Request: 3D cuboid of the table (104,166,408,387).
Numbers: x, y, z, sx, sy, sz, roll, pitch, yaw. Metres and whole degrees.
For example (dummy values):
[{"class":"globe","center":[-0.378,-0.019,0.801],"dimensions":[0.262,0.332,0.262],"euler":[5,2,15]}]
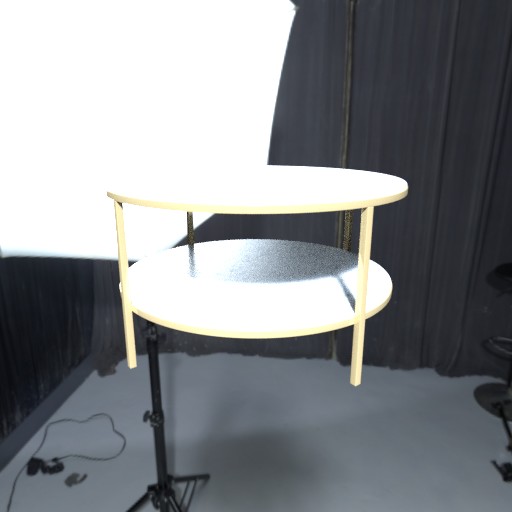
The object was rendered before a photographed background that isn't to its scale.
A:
[{"class":"table","center":[0.000,0.000,1.288],"dimensions":[0.800,0.450,0.800],"euler":[0,16,0]}]
